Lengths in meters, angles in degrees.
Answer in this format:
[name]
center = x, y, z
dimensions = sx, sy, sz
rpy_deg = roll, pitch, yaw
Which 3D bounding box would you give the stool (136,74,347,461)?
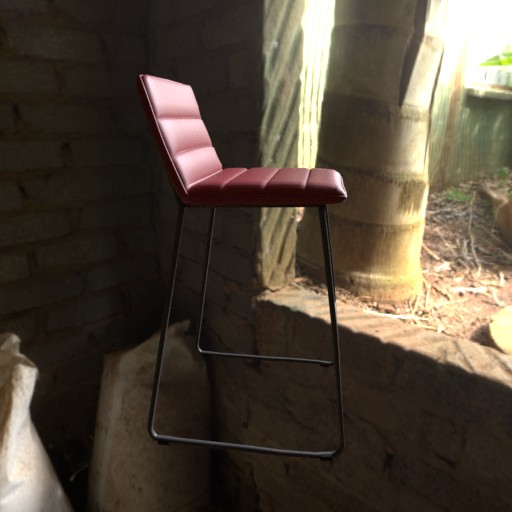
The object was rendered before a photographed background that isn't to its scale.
[stool]
center = 0.000, 0.000, 1.254
dimensions = 0.524, 0.937, 0.489
rpy_deg = 3, 17, 8
